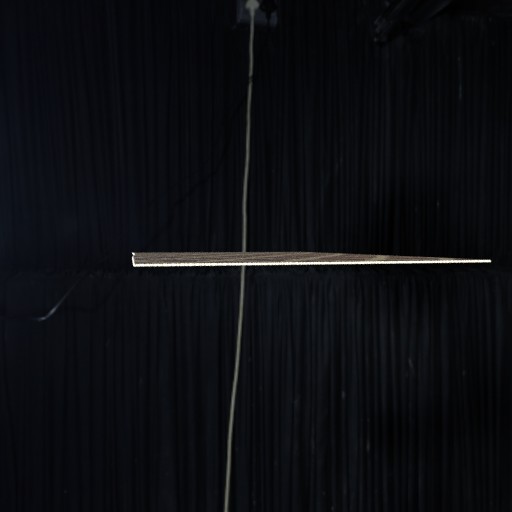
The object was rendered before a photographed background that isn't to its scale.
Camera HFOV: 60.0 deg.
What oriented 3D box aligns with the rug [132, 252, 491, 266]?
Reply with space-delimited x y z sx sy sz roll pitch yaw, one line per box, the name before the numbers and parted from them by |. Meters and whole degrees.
rug | 0.000 0.000 2.831 1.522 0.008 2.284 0 1 -16
